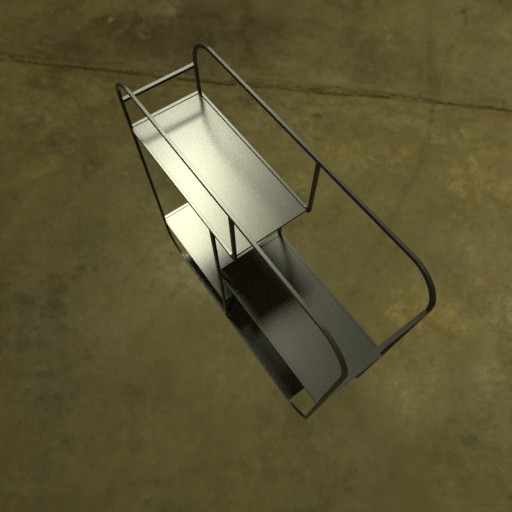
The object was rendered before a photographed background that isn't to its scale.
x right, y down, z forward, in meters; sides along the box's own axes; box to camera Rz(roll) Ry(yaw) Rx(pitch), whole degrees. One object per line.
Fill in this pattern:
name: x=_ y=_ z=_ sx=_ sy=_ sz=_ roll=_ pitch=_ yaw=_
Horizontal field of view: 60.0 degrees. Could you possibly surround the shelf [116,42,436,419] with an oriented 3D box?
shelf: x=0.000 y=0.000 z=0.901 sx=0.160 sy=0.600 sz=0.600 roll=-33 pitch=69 yaw=-15
